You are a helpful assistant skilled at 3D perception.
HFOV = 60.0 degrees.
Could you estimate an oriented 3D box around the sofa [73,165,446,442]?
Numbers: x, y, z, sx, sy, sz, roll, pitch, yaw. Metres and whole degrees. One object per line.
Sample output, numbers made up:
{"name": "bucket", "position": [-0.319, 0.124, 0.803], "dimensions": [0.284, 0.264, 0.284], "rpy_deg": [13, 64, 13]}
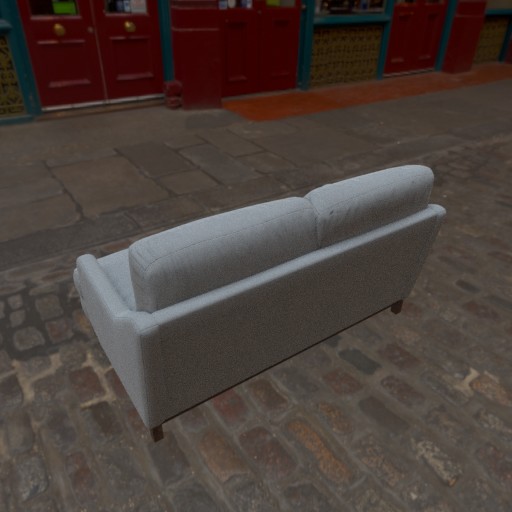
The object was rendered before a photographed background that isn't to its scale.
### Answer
{"name": "sofa", "position": [0.000, 0.000, 2.218], "dimensions": [1.589, 0.921, 0.987], "rpy_deg": [-20, 37, -29]}
